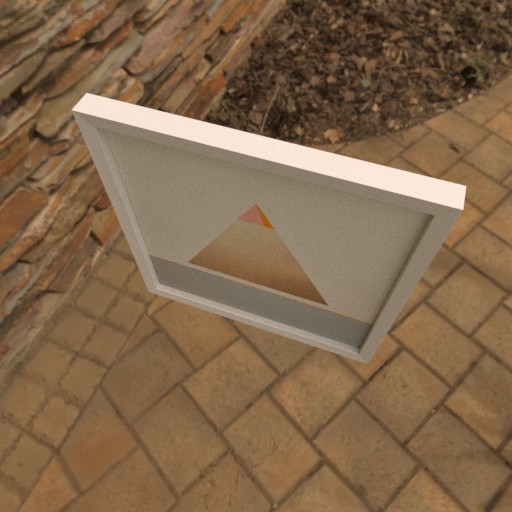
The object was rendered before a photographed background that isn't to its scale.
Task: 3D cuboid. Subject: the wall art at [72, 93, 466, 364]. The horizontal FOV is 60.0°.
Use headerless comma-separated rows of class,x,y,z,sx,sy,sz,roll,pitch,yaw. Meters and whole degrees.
wall art,0.000,0.000,1.948,1.289,1.291,0.098,17,59,11
